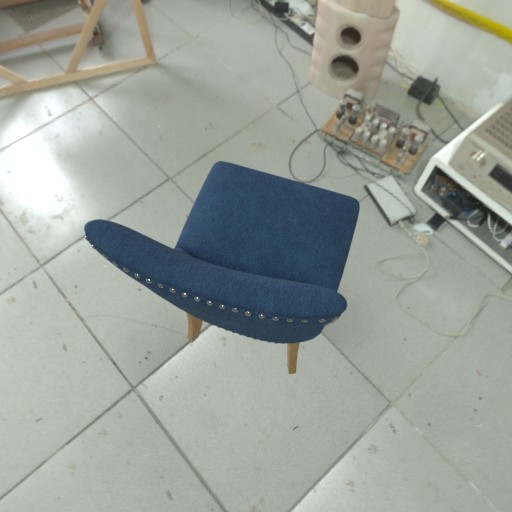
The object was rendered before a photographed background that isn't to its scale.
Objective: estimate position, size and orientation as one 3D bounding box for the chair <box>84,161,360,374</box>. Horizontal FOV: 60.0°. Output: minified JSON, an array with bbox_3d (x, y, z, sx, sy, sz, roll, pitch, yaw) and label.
[{"bbox_3d":[0.000,0.000,1.242,0.495,0.902,0.610,17,65,8],"label":"chair"}]
